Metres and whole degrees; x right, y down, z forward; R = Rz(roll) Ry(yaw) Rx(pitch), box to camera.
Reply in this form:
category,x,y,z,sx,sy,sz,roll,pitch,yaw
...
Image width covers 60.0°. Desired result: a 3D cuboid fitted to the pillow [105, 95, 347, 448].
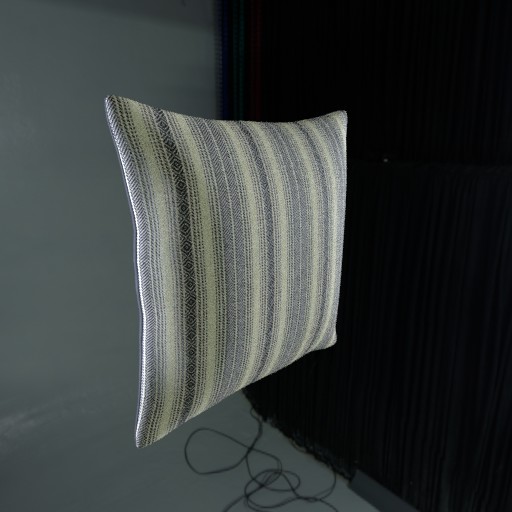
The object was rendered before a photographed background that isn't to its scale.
category,x,y,z,sx,sy,sz,roll,pitch,yaw
pillow,0.000,0.000,0.784,0.166,0.508,0.520,15,21,43
